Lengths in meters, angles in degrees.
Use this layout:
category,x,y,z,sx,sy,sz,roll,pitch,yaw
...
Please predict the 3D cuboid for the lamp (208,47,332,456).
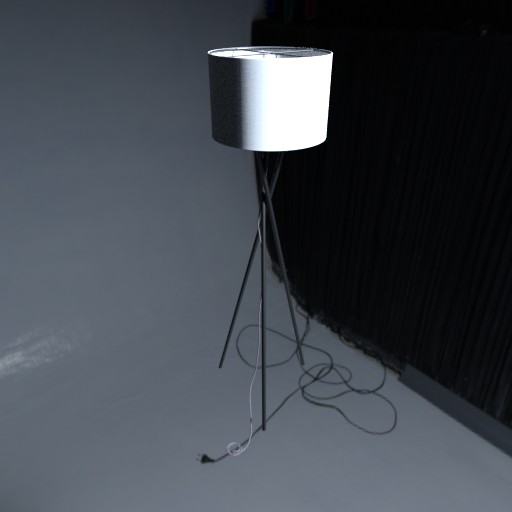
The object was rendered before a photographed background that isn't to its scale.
category,x,y,z,sx,sy,sz,roll,pitch,yaw
lamp,0.000,0.000,1.936,0.667,1.624,0.522,-21,35,-32
